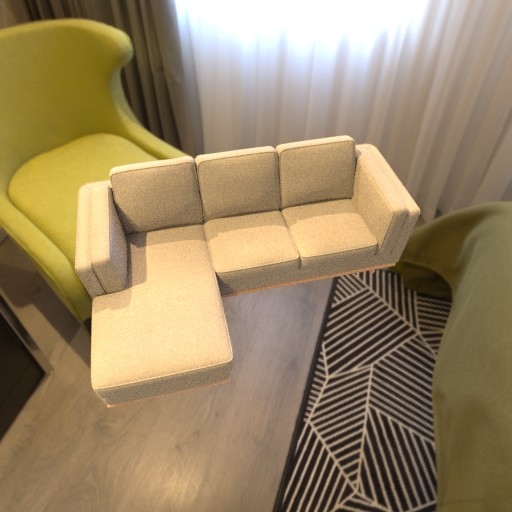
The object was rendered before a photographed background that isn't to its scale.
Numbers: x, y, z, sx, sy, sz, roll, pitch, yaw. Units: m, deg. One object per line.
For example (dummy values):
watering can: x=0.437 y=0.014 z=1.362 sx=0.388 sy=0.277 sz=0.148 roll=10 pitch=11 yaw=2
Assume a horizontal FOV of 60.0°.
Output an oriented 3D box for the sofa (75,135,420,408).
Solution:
sofa: x=0.000 y=0.000 z=3.248 sx=2.411 sy=0.929 sz=1.604 roll=-10 pitch=49 yaw=-9
